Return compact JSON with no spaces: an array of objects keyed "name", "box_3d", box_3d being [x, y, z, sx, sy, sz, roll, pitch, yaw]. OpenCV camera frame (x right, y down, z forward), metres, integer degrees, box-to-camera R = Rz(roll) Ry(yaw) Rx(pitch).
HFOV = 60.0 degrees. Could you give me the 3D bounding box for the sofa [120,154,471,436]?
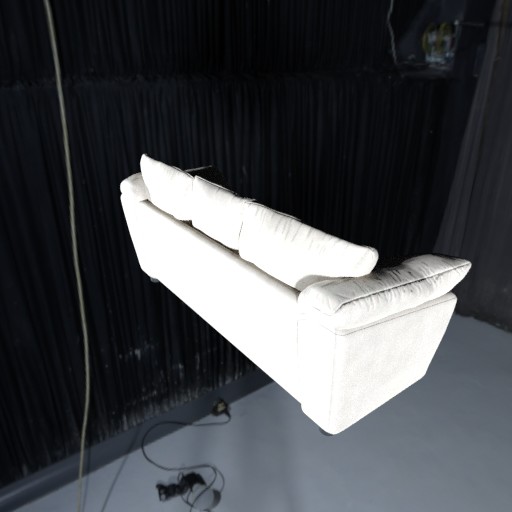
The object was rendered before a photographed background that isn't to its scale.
[{"name":"sofa","box_3d":[0.000,0.000,2.814,0.878,0.996,2.334,-18,30,-33]}]
